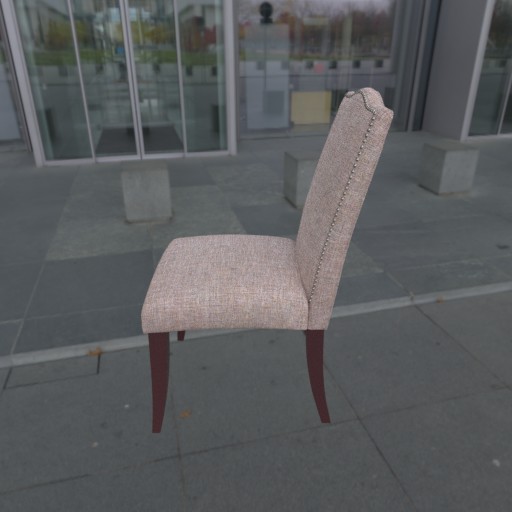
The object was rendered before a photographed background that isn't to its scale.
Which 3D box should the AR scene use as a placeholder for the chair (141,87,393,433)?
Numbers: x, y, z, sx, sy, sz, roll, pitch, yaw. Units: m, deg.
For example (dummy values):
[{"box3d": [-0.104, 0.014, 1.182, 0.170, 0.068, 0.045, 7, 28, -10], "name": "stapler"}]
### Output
[{"box3d": [0.000, 0.000, 1.427, 0.660, 1.016, 0.513, 0, 26, 0], "name": "chair"}]
